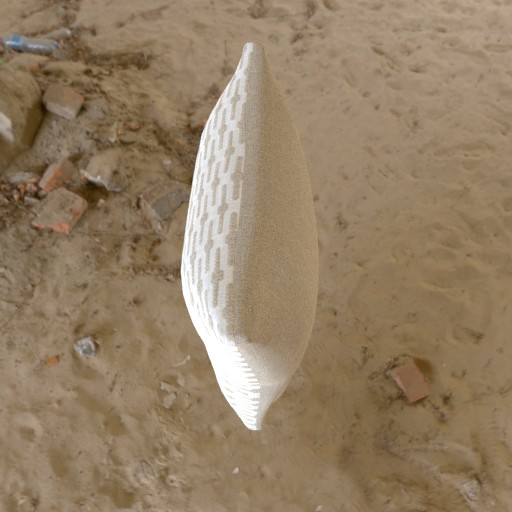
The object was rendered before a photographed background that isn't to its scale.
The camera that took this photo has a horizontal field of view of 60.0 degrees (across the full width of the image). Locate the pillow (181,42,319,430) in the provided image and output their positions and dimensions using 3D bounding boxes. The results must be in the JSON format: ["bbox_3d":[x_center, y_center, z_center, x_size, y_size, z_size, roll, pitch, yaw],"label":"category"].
[{"bbox_3d":[0.000,0.000,0.775,0.219,0.491,0.496,2,59,1],"label":"pillow"}]
